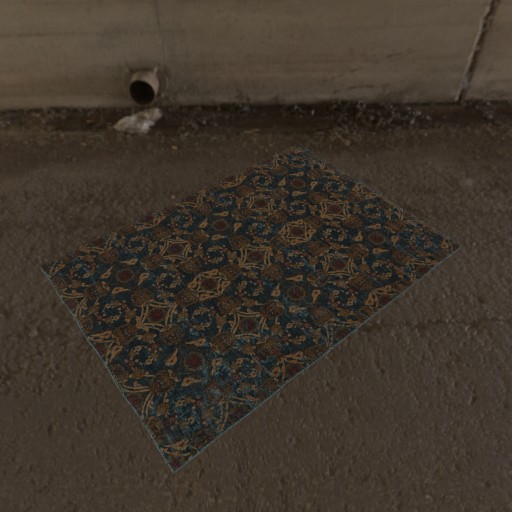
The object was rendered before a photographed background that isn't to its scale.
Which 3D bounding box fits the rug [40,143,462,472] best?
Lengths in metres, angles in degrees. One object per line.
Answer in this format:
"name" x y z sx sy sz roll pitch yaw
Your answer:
"rug" 0.000 0.000 4.223 3.291 0.013 2.337 -31 54 -26
